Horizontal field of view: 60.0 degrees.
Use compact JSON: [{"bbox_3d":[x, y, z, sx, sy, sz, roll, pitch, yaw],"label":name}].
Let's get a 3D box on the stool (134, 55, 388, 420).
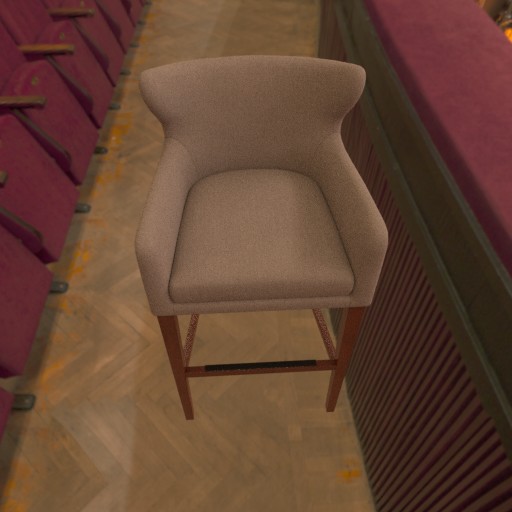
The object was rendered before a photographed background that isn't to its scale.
[{"bbox_3d":[0.000,0.000,1.378,0.575,1.047,0.575,-2,47,-2],"label":"stool"}]
